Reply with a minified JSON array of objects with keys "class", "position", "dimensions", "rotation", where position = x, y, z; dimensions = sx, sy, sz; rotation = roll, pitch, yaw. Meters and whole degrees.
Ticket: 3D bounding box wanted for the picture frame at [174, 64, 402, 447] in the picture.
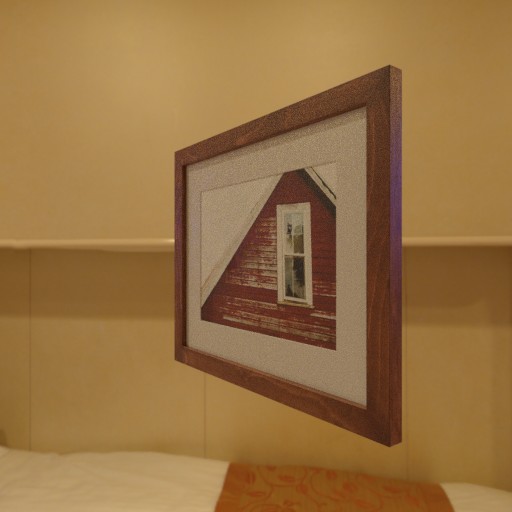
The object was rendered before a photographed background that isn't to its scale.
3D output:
[{"class":"picture frame","position":[0.000,0.000,0.759],"dimensions":[0.025,0.457,0.559],"rotation":[0,0,-37]}]
